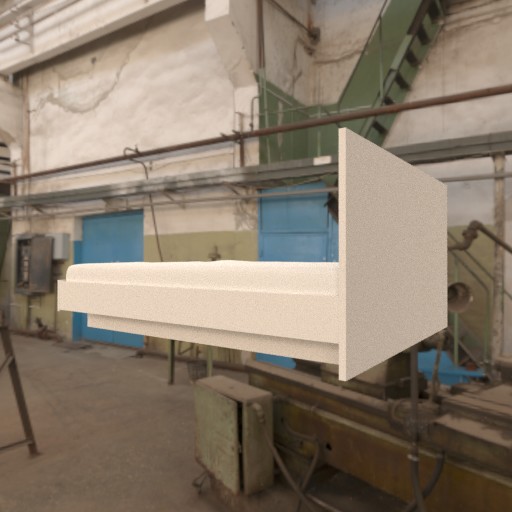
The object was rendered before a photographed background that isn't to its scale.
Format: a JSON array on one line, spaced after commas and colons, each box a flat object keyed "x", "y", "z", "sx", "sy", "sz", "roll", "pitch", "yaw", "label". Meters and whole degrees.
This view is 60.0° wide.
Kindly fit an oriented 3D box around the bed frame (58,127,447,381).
[{"x": 0.000, "y": 0.000, "z": 3.052, "sx": 2.100, "sy": 1.001, "sz": 1.711, "roll": 0, "pitch": 0, "yaw": 36, "label": "bed frame"}]
